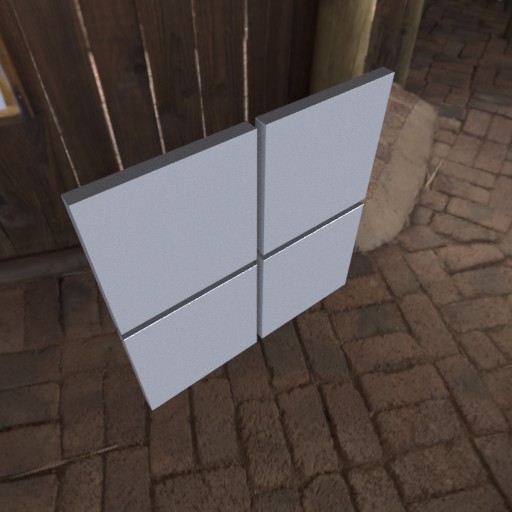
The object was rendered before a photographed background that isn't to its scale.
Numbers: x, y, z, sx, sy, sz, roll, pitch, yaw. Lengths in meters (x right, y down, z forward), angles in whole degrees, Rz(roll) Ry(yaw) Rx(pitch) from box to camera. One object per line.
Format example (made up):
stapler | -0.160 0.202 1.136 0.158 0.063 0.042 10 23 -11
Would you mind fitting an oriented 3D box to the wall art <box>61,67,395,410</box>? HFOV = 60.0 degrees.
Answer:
wall art | 0.000 0.000 0.914 0.611 0.611 0.029 -29 54 -24
